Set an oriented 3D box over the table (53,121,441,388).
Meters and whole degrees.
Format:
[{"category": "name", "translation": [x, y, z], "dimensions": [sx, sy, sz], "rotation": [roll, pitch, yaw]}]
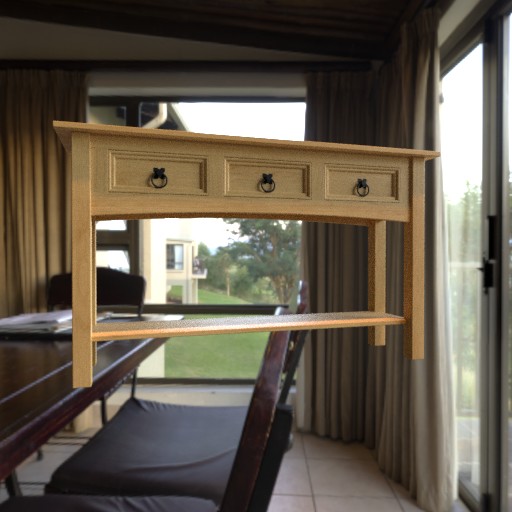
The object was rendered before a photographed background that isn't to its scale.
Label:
[{"category": "table", "translation": [0.000, 0.000, 1.534], "dimensions": [1.240, 0.730, 0.350], "rotation": [0, 1, -17]}]
